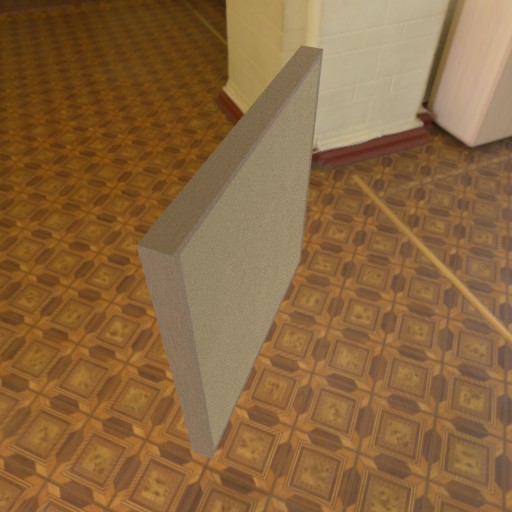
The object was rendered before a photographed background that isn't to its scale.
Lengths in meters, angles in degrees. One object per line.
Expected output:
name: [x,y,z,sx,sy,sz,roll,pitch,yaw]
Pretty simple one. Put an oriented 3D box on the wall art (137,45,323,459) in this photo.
wall art: [0.000,0.000,0.752,0.038,0.506,0.508,16,48,15]
